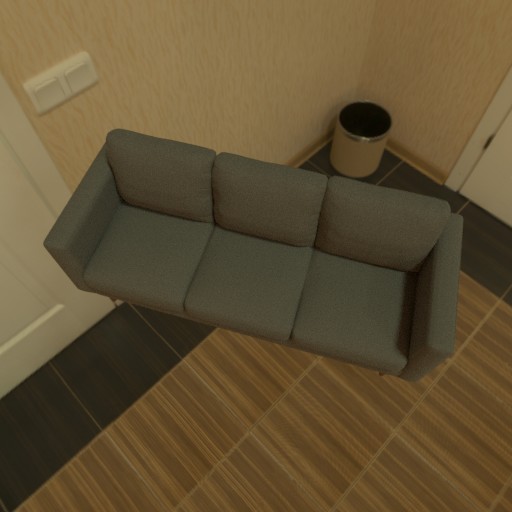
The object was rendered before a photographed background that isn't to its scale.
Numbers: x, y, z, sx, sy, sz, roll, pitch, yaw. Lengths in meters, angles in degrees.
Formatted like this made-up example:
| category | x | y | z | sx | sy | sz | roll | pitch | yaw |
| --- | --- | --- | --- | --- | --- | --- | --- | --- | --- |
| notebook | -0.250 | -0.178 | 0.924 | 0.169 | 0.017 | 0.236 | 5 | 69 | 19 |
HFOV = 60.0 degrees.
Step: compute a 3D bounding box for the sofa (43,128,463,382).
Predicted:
| category | x | y | z | sx | sy | sz | roll | pitch | yaw |
| --- | --- | --- | --- | --- | --- | --- | --- | --- | --- |
| sofa | 0.000 | 0.000 | 2.460 | 2.029 | 0.912 | 0.802 | 14 | 61 | 8 |
